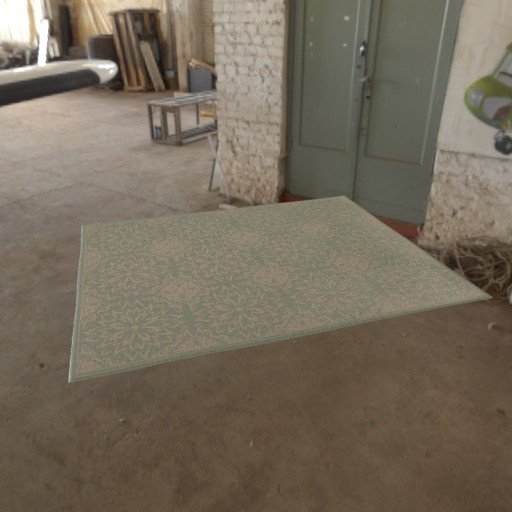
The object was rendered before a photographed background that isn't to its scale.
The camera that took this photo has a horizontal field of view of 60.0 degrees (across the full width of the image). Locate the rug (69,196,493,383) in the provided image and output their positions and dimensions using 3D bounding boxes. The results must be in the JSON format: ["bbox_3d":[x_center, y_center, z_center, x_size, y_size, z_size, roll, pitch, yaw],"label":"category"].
[{"bbox_3d":[0.000,0.000,3.921,2.980,0.012,2.363,-8,28,-15],"label":"rug"}]
